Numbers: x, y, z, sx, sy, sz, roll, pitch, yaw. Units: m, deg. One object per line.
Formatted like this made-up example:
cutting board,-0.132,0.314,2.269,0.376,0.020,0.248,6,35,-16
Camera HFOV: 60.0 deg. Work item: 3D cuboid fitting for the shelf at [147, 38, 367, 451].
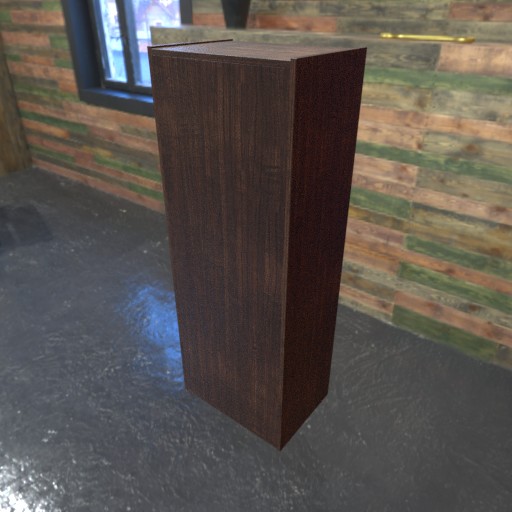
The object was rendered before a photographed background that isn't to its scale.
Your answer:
shelf,0.000,0.000,1.282,0.415,1.099,0.290,21,36,32
